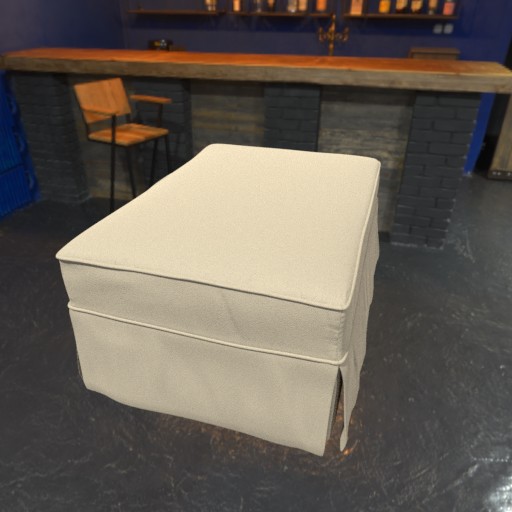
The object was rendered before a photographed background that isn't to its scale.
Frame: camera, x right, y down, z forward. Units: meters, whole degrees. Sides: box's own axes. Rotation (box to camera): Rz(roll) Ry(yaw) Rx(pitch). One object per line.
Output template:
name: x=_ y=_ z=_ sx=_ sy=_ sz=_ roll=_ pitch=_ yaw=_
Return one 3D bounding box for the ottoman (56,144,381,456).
ottoman: x=0.000 y=0.000 z=1.348 sx=0.721 sy=0.482 sz=0.959 roll=9 pitch=31 yaw=15
